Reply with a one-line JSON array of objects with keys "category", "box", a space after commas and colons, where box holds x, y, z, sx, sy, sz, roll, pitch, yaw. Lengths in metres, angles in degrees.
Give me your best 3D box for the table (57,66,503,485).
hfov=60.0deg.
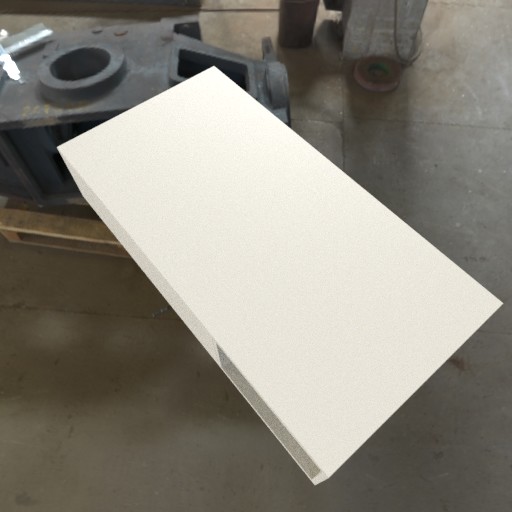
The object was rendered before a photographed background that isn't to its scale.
[{"category": "table", "box": [0.000, 0.000, 1.422, 0.609, 0.432, 1.194, -36, 66, -19]}]
